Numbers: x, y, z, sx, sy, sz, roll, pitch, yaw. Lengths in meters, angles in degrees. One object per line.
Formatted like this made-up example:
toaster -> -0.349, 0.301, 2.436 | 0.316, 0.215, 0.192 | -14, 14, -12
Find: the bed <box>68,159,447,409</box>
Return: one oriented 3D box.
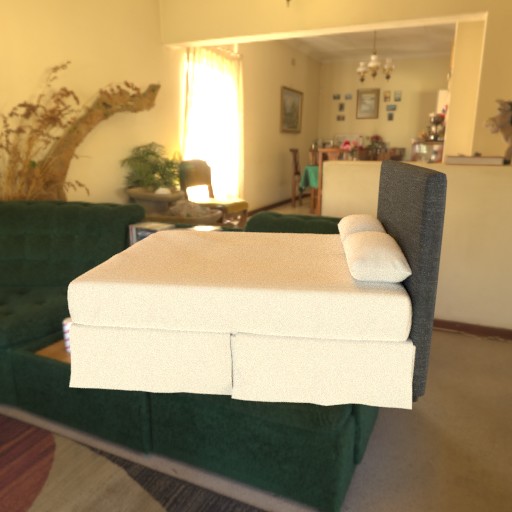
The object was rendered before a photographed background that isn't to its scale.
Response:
bed -> 0.000, 0.000, 3.219 | 2.142, 1.330, 1.723 | 2, 15, 7
